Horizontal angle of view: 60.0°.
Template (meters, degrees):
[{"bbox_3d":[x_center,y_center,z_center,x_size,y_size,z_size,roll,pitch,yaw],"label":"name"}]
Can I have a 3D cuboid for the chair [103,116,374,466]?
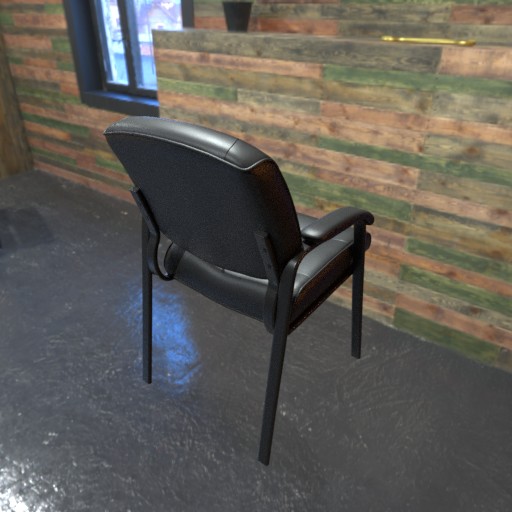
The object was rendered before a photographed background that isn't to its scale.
[{"bbox_3d":[0.000,0.000,1.358,0.591,0.910,0.668,21,36,32],"label":"chair"}]
